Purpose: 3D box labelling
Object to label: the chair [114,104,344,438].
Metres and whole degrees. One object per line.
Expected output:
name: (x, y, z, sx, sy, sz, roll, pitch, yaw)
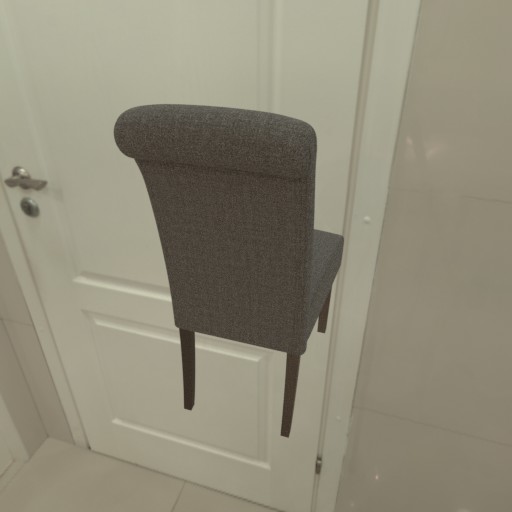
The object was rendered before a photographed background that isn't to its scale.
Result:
chair: (0.000, 0.000, 1.349, 0.456, 1.006, 0.671, 10, 33, 15)
